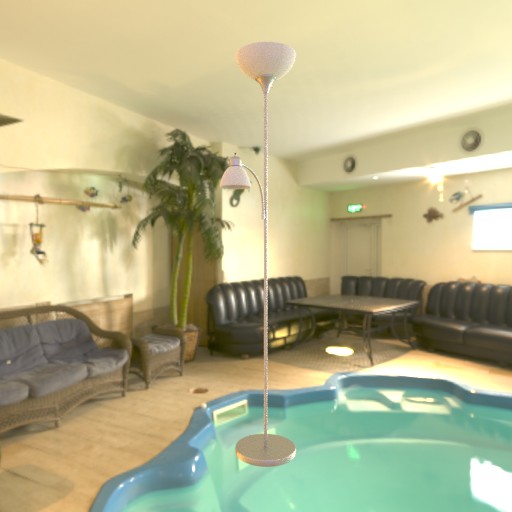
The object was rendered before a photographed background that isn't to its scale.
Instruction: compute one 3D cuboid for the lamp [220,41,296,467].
[{"bbox_3d":[0.000,0.000,1.951,0.279,1.804,0.425,1,1,35],"label":"lamp"}]
